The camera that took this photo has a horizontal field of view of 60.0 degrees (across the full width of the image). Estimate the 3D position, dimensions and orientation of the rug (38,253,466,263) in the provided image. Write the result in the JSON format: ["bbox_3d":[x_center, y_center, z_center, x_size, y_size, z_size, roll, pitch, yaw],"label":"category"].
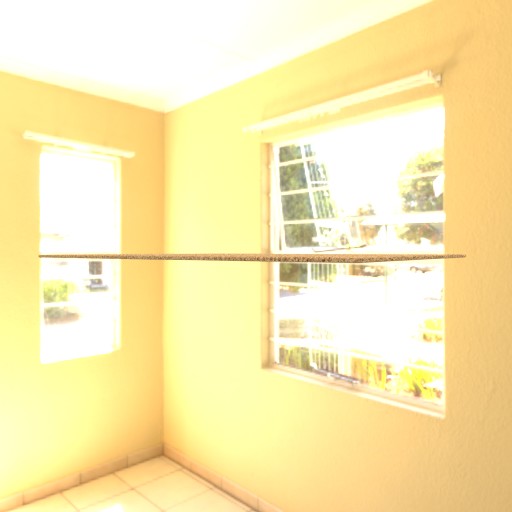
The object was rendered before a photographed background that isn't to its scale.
[{"bbox_3d":[0.000,0.000,4.019,3.047,0.029,2.438,0,1,36],"label":"rug"}]
